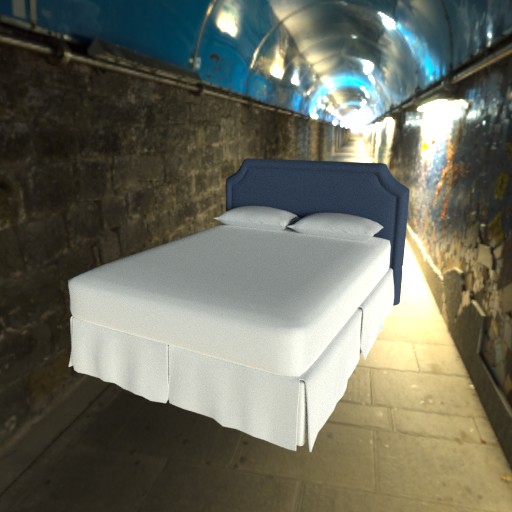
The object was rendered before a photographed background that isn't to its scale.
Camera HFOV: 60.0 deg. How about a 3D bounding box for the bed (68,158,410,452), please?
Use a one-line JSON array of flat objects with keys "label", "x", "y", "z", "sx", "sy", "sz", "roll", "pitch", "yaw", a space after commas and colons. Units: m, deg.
[{"label": "bed", "x": 0.000, "y": 0.000, "z": 3.384, "sx": 1.831, "sy": 1.297, "sz": 2.260, "roll": 8, "pitch": 18, "yaw": 27}]
